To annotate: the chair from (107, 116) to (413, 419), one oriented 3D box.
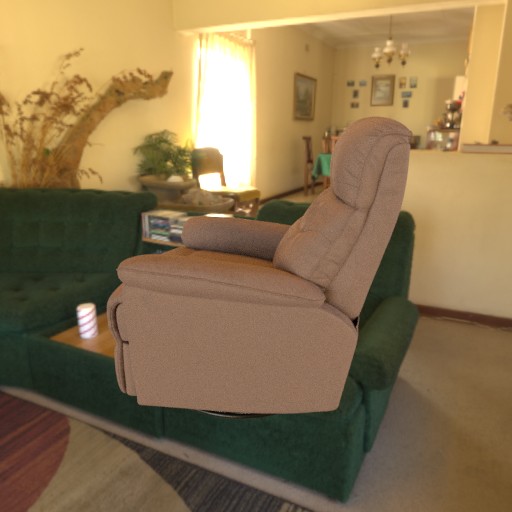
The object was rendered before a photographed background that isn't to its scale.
[{"bbox_3d":[0.000,0.000,1.732,1.004,1.037,0.820,2,16,9],"label":"chair"}]
